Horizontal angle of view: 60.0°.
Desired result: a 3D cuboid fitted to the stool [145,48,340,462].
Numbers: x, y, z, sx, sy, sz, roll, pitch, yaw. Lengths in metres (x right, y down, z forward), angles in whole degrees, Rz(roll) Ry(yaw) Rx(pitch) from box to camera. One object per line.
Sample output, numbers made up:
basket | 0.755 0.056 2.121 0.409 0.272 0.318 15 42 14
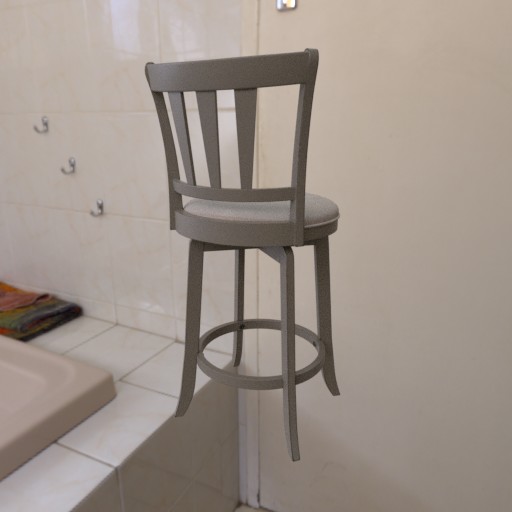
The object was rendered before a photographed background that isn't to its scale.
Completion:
stool | 0.000 0.000 1.243 0.450 0.994 0.486 9 18 27
